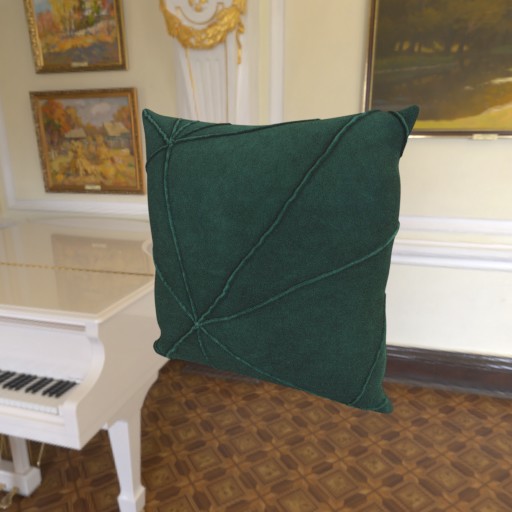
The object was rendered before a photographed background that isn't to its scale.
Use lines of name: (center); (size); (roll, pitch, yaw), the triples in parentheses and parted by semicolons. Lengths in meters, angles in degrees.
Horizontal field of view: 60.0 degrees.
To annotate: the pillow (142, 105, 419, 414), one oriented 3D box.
pillow: (0.000, 0.000, 0.679); (0.439, 0.440, 0.184); (8, 17, 26)
